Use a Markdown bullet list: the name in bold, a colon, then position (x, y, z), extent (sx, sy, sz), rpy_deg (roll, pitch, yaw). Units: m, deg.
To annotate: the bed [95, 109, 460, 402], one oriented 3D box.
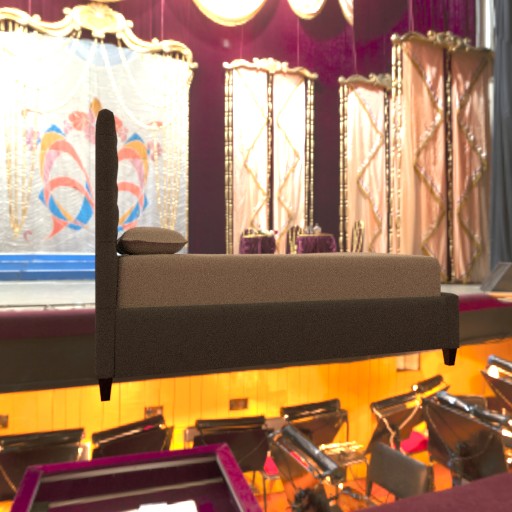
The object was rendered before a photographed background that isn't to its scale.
- **bed**: position (0.000, 0.000, 3.288), extent (2.231, 1.427, 1.698), rpy_deg (0, 0, -19)
